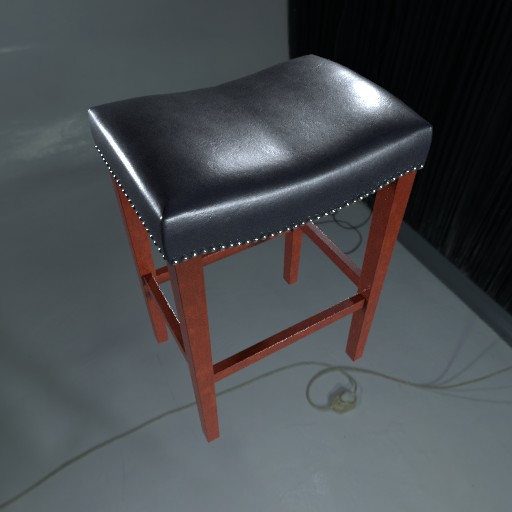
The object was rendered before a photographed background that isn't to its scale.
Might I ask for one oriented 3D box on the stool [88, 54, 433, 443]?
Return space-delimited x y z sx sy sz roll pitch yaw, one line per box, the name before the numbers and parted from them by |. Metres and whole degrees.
stool | 0.000 0.000 1.013 0.504 0.742 0.372 -22 49 -21
